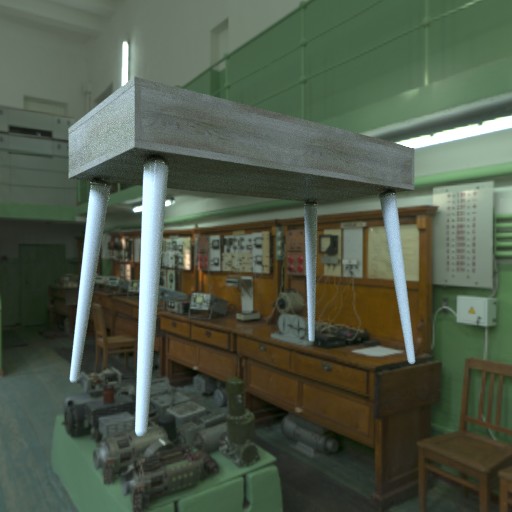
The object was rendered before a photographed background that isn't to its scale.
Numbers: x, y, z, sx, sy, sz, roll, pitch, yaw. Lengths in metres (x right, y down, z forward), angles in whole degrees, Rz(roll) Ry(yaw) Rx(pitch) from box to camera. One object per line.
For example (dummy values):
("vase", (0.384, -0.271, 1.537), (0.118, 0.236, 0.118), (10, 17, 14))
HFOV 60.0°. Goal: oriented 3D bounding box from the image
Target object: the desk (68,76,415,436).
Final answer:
("desk", (0.000, 0.000, 1.371), (0.979, 0.723, 0.491), (0, 0, -38))
